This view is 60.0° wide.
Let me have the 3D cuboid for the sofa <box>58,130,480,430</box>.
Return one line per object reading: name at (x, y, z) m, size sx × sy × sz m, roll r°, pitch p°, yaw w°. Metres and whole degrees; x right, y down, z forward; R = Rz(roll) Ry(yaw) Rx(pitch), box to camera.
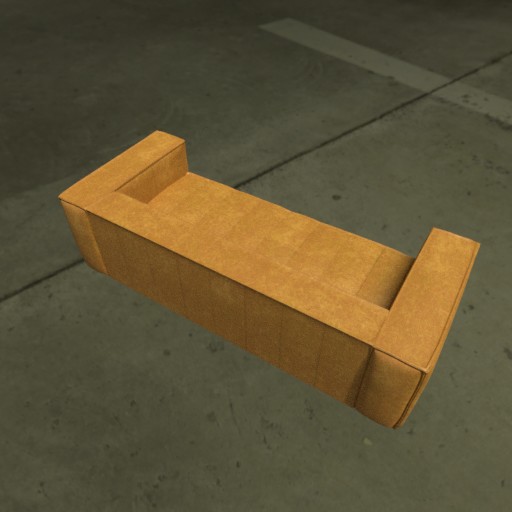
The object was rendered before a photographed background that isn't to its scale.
sofa at (0.000, 0.000, 3.064) m, size 2.581 × 0.701 × 1.102 m, roll 24°, pitch 50°, yaw 22°
